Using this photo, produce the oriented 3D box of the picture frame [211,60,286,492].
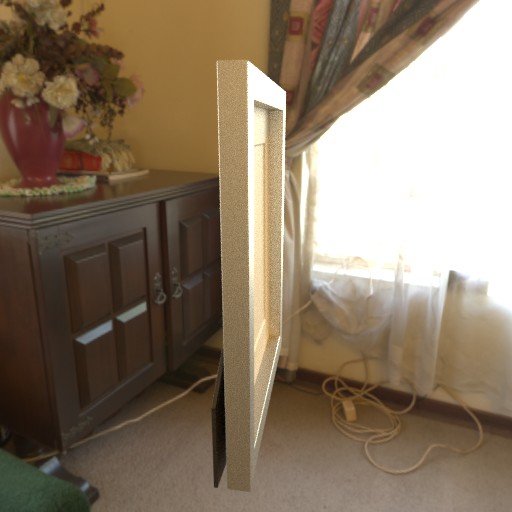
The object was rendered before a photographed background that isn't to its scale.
[{"bbox_3d":[0.000,0.000,0.523,0.036,0.386,0.307,2,16,8],"label":"picture frame"}]
